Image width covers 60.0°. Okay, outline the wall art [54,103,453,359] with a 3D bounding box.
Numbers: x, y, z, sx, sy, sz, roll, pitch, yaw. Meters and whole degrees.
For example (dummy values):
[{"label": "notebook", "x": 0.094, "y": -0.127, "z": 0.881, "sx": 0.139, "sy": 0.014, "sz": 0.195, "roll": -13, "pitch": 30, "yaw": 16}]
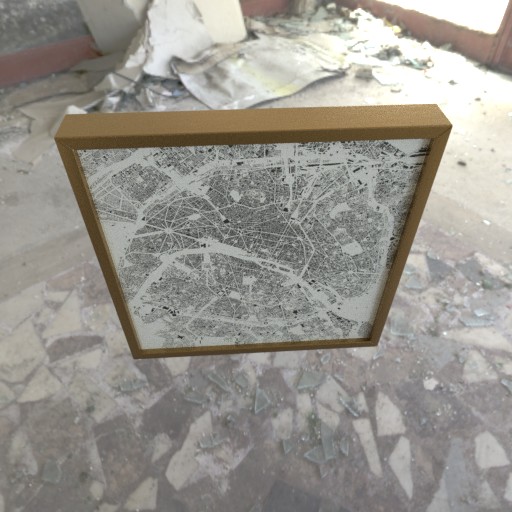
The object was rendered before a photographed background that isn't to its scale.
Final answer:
[{"label": "wall art", "x": 0.000, "y": 0.000, "z": 0.457, "sx": 0.305, "sy": 0.305, "sz": 0.037, "roll": -3, "pitch": 45, "yaw": -3}]
